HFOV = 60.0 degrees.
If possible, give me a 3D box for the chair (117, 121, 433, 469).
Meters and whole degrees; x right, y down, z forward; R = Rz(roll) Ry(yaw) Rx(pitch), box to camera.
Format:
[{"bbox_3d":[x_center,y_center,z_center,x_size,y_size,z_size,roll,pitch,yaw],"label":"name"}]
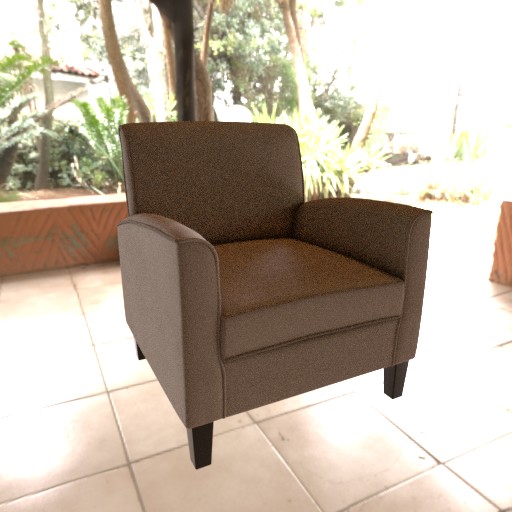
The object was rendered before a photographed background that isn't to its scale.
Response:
[{"bbox_3d":[0.000,0.000,1.553,0.820,0.915,0.820,-8,18,-26],"label":"chair"}]
